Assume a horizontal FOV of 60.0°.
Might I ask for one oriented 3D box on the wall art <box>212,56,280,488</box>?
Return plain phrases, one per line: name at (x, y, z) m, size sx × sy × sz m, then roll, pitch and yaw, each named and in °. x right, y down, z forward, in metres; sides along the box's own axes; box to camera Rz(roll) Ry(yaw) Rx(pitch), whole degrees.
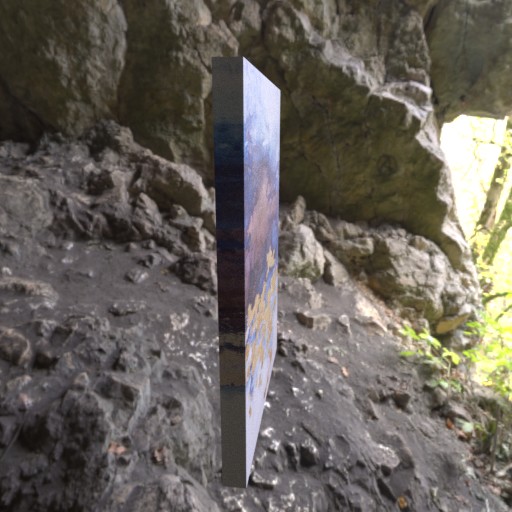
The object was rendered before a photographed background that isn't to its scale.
wall art at (0.000, 0.000, 0.776) m, size 0.036 × 0.581 × 0.437 m, roll 2°, pitch 16°, yaw 8°
